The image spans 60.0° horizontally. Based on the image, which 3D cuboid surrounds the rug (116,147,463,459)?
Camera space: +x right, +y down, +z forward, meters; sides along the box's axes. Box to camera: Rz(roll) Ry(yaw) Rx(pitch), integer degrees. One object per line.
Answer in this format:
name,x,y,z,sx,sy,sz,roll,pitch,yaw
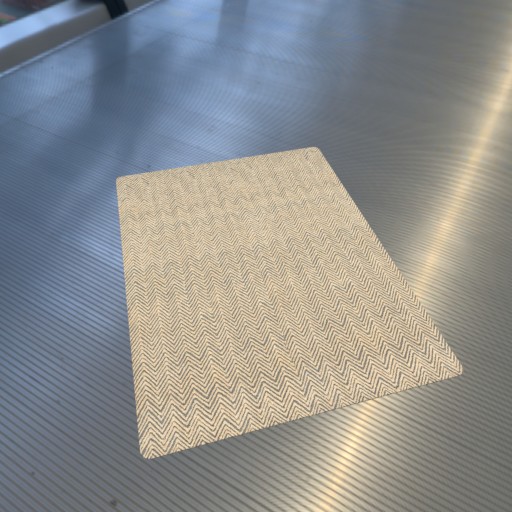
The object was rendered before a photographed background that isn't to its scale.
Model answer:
rug,0.000,0.000,4.203,2.439,0.014,3.207,-11,48,-10
